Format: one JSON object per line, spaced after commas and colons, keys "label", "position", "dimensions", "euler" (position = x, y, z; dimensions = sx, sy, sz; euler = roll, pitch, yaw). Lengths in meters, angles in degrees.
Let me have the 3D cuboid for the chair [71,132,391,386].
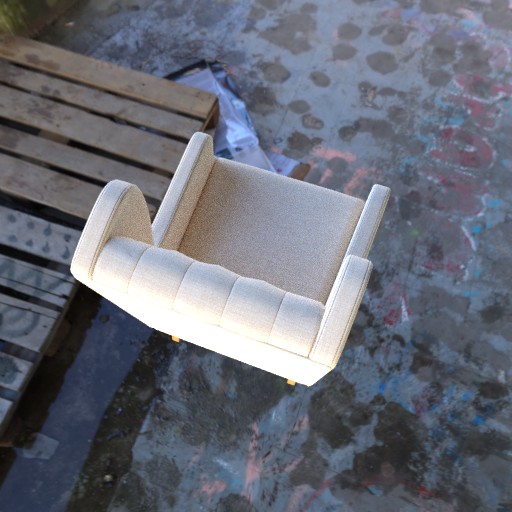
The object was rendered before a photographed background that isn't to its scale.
{"label": "chair", "position": [0.000, 0.000, 1.480], "dimensions": [0.710, 0.930, 0.760], "euler": [18, 66, 9]}
